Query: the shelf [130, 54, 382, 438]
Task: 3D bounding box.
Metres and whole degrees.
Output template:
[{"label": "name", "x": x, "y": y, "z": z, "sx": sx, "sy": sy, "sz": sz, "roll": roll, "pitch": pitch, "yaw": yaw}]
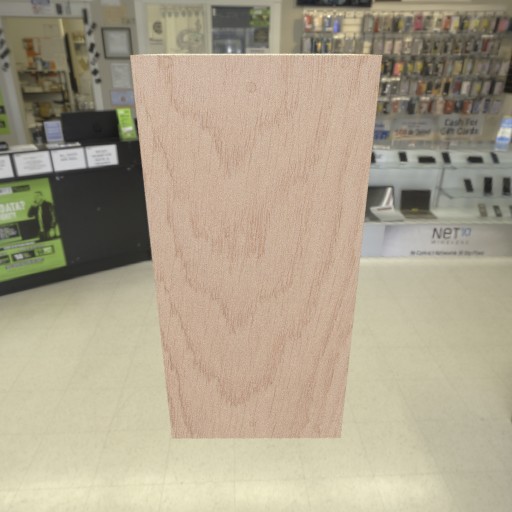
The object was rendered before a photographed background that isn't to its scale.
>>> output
[{"label": "shelf", "x": 0.000, "y": 0.000, "z": 0.725, "sx": 0.290, "sy": 0.600, "sz": 0.200, "roll": 0, "pitch": 25, "yaw": 0}]
